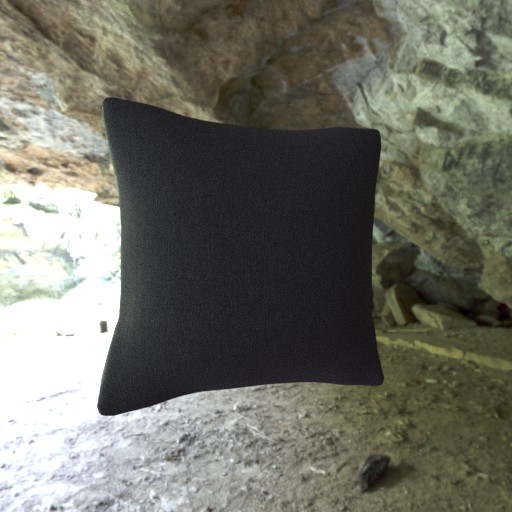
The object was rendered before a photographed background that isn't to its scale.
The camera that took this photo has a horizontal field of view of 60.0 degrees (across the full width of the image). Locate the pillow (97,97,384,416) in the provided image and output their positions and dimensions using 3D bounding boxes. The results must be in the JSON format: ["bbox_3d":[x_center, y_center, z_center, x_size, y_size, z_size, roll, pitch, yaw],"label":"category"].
[{"bbox_3d":[0.000,0.000,0.649,0.437,0.419,0.136,0,-1,-20],"label":"pillow"}]
